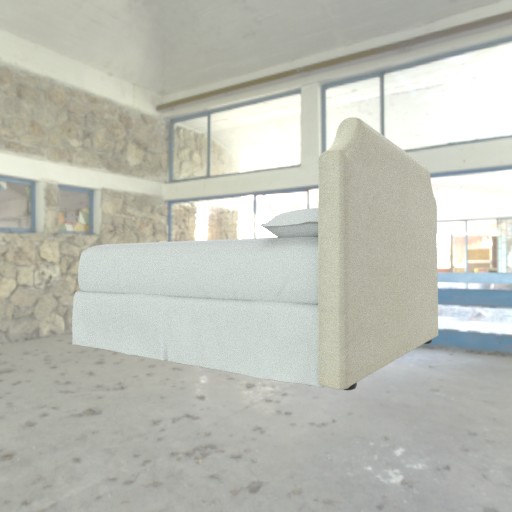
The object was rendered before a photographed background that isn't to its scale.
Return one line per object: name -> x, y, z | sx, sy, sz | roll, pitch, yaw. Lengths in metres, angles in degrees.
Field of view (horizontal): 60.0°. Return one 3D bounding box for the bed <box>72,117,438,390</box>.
bed -> 0.000, 0.000, 3.271 | 2.164, 1.297, 1.828 | -1, -1, 34
